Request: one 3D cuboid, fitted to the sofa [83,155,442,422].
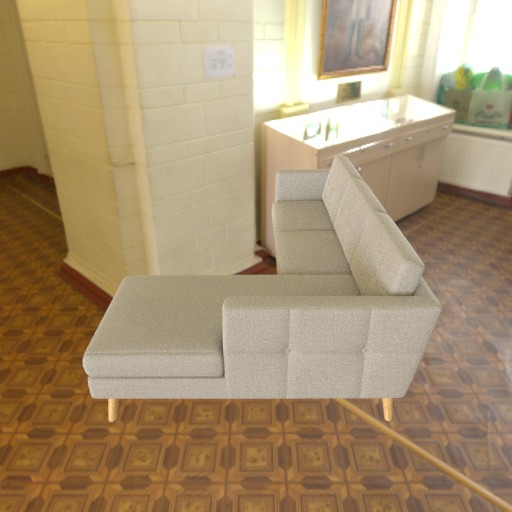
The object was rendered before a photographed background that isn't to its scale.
[{"bbox_3d":[0.000,0.000,2.820,1.530,0.860,2.040,0,27,0],"label":"sofa"}]
